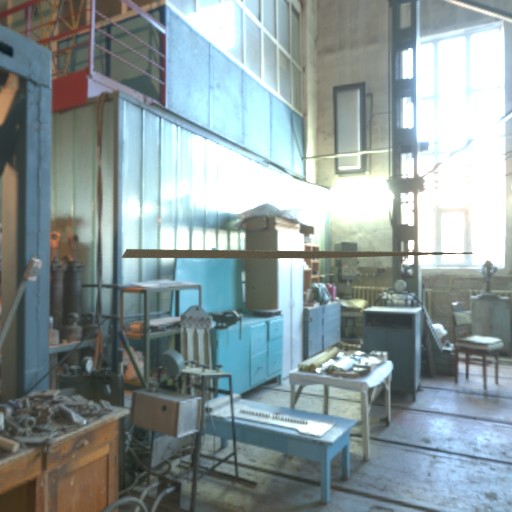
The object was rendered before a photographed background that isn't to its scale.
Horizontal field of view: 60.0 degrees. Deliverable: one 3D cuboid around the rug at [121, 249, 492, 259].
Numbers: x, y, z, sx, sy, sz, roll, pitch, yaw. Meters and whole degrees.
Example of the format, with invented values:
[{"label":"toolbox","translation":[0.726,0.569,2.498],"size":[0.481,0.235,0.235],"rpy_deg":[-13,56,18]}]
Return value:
[{"label":"rug","translation":[0.000,0.000,4.240],"size":[2.438,0.006,3.197],"rpy_deg":[0,-1,-17]}]
